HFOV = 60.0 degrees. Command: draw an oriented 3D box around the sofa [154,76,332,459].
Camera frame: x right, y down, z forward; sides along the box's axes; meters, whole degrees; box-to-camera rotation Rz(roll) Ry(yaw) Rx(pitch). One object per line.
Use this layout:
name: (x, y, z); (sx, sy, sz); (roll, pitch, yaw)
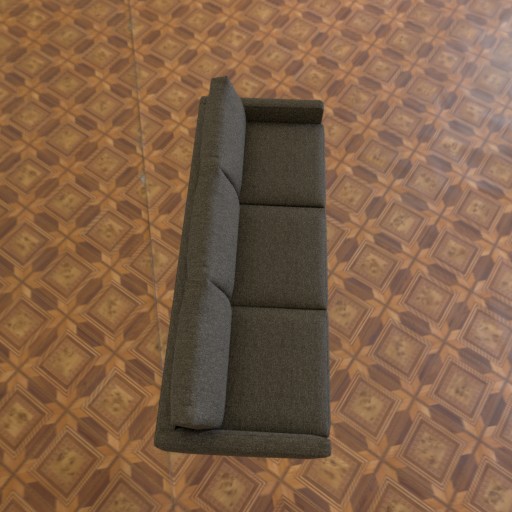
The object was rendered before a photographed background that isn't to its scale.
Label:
sofa: (0.000, 0.000, 2.727); (0.876, 0.879, 2.253); (3, 65, 1)
